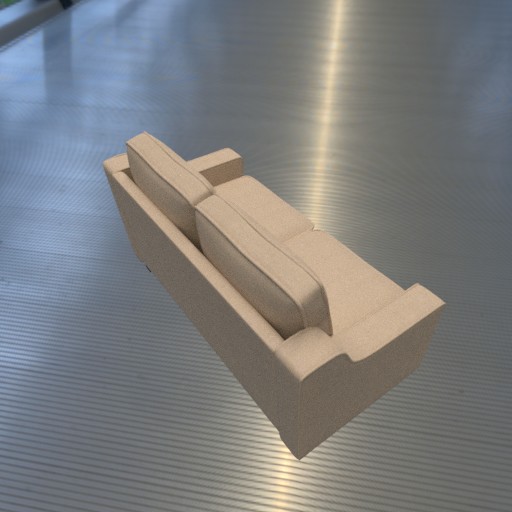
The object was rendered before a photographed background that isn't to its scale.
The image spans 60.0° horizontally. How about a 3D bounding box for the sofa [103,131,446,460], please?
[{"bbox_3d":[0.000,0.000,3.554,1.351,1.562,2.587,-26,48,-26],"label":"sofa"}]
